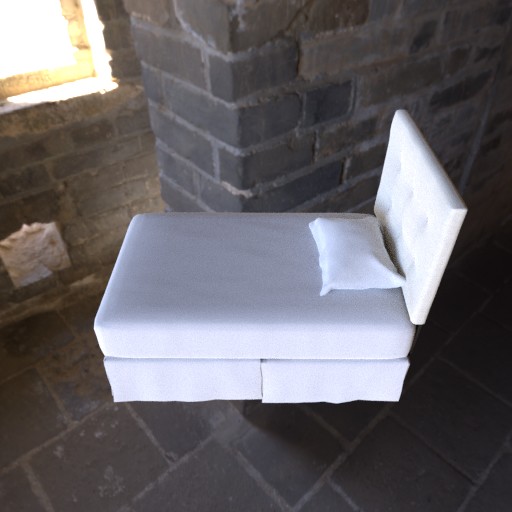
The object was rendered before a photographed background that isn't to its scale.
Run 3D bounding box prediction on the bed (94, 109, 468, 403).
[{"bbox_3d":[0.000,0.000,2.972,1.997,1.571,1.261,0,41,0],"label":"bed"}]
